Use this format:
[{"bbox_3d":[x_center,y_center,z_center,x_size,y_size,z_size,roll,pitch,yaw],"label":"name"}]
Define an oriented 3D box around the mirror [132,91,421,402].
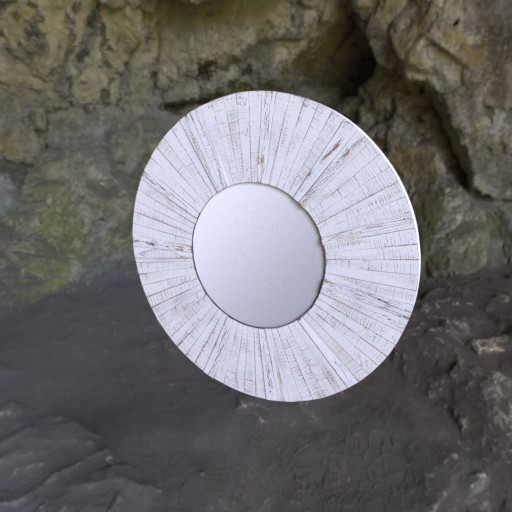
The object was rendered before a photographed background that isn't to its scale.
[{"bbox_3d":[0.000,0.000,1.308,0.914,0.914,0.038,7,16,26],"label":"mirror"}]
